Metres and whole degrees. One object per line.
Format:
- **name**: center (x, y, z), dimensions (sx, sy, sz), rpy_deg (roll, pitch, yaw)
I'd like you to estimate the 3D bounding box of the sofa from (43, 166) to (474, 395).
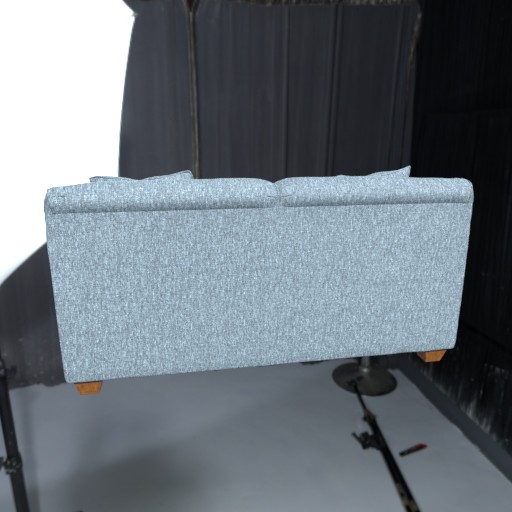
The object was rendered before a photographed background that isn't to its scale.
- **sofa**: center (0.000, 0.000, 2.394), dimensions (1.846, 0.958, 0.998), rpy_deg (-3, 16, -10)
